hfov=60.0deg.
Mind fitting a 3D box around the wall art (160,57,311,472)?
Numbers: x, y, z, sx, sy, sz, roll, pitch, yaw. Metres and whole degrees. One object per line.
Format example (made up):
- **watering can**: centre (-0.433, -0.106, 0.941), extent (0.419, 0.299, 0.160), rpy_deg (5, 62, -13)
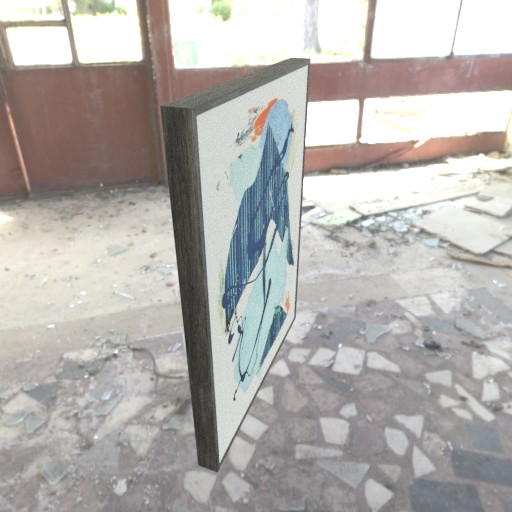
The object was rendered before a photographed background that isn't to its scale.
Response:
- **wall art**: centre (0.000, 0.000, 1.334), extent (0.063, 1.016, 0.762), rpy_deg (11, 32, 18)
